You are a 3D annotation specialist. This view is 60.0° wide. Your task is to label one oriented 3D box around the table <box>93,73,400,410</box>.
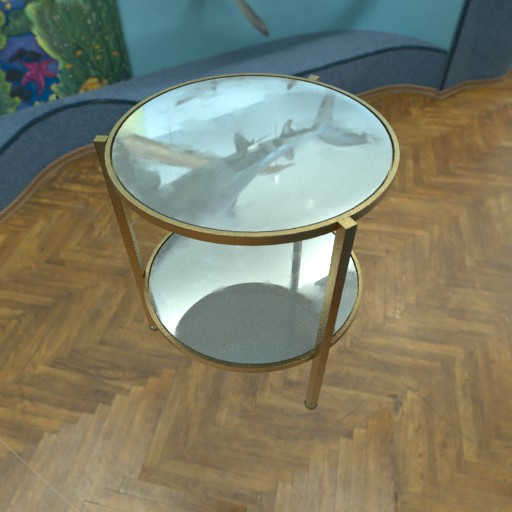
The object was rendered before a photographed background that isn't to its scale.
[{"bbox_3d":[0.000,0.000,0.451,0.231,0.269,0.243,-24,51,-21],"label":"table"}]
